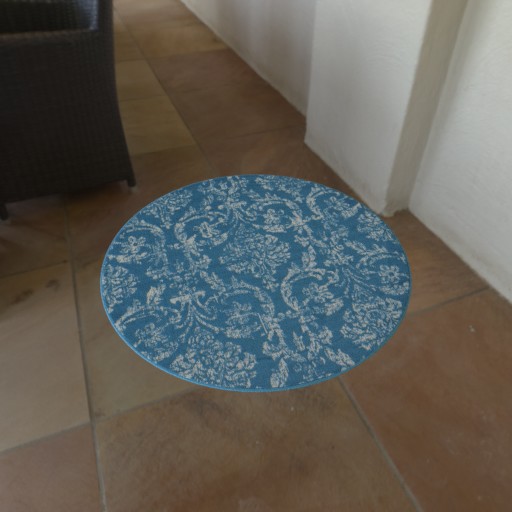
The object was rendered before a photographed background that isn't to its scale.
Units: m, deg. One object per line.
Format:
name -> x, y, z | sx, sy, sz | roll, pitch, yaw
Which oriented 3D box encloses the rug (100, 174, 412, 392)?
rug -> 0.000, 0.000, 2.342 | 1.593, 0.012, 1.593 | 0, 42, 0
